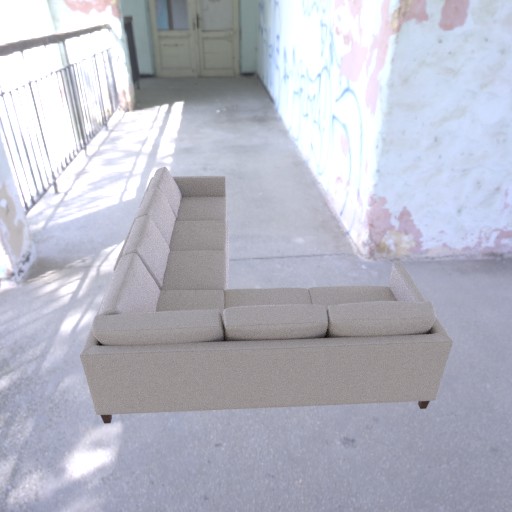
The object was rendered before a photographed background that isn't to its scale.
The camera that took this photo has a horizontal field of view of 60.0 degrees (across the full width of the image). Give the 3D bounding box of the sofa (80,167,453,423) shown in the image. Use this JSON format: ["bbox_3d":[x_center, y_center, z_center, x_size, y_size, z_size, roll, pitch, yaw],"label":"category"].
[{"bbox_3d":[0.000,0.000,4.321,2.432,0.863,3.182,-2,31,-3],"label":"sofa"}]
